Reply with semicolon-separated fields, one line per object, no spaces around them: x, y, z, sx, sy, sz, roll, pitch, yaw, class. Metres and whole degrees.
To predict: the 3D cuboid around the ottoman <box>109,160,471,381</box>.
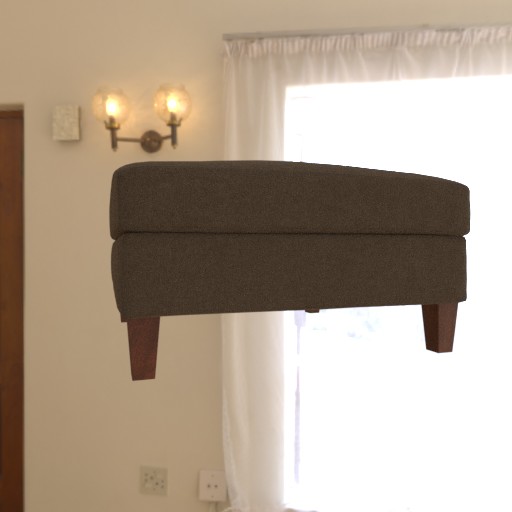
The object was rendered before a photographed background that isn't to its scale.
0.000;0.000;1.375;0.861;0.482;0.881;0;1;-19;ottoman
